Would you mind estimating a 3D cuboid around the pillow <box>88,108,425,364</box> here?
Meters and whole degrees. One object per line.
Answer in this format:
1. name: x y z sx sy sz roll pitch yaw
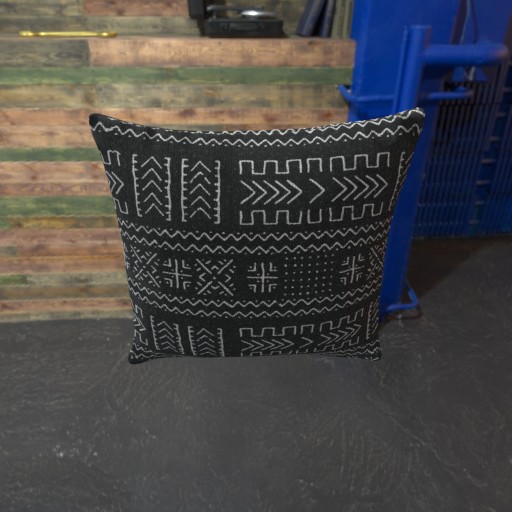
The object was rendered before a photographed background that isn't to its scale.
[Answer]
1. pillow: 0.000 0.000 0.669 0.438 0.430 0.164 -1 30 -2
